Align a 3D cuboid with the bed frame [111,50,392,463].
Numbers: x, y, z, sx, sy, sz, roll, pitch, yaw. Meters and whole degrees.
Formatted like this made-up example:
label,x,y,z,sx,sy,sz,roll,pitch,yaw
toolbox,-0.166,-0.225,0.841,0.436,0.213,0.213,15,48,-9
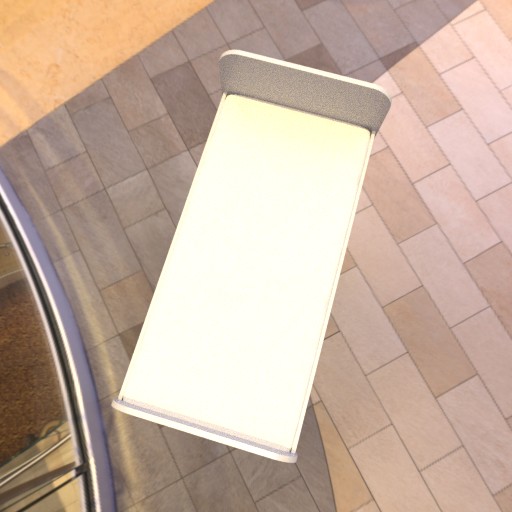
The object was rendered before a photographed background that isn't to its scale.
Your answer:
label,x,y,z,sx,sy,sz,roll,pitch,yaw
bed frame,0.000,0.000,2.540,0.998,0.805,1.963,16,77,4
